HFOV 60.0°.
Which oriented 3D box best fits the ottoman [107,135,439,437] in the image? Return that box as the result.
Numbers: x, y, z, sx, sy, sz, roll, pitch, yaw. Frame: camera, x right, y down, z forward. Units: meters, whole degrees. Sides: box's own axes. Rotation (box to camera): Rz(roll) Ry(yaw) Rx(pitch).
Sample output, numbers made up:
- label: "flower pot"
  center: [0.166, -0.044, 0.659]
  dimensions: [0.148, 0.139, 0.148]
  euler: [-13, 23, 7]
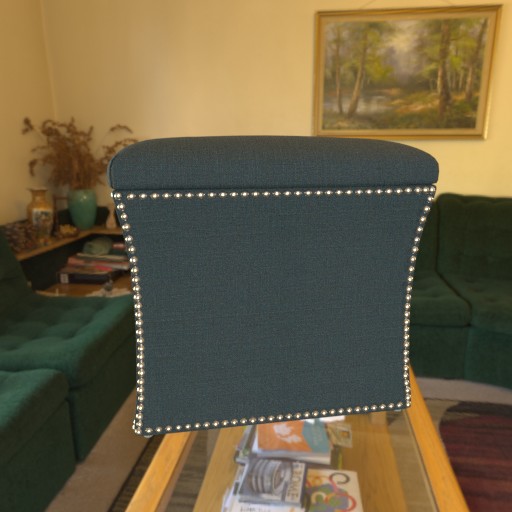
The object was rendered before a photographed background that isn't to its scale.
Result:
- label: "ottoman"
  center: [0.000, 0.000, 0.905]
  dimensions: [0.507, 0.475, 0.497]
  euler: [-2, 15, -9]
